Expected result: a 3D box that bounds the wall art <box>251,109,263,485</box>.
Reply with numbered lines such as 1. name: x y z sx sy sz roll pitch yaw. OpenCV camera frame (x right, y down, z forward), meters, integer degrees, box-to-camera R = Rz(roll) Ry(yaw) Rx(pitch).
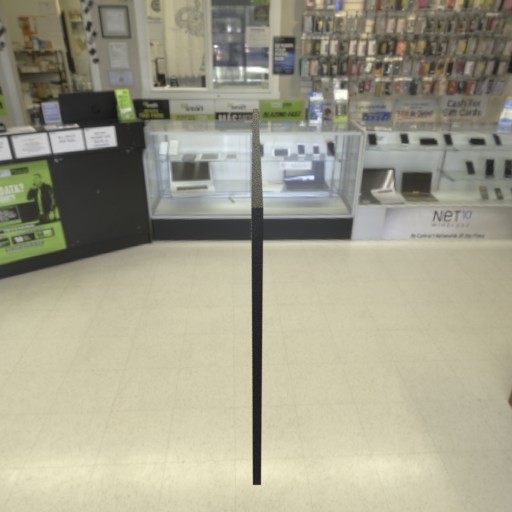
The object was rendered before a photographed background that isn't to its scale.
1. wall art: 0.000 0.000 1.267 0.019 0.660 0.957 0 27 0
